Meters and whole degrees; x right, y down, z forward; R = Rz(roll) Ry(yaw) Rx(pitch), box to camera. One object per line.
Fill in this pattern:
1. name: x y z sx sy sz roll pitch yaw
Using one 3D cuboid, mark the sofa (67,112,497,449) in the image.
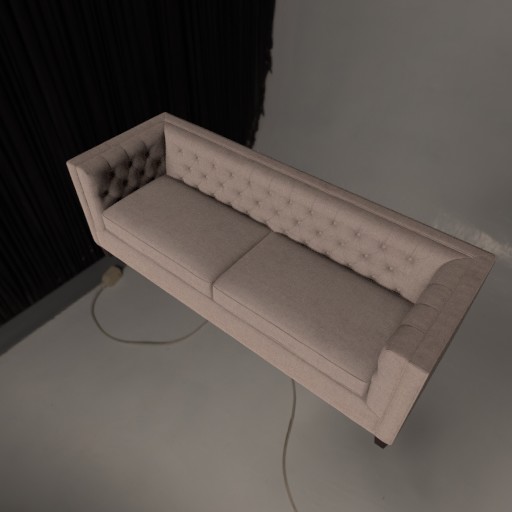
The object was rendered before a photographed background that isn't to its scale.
1. sofa: 0.000 0.000 2.507 2.159 0.762 0.775 30 52 26
